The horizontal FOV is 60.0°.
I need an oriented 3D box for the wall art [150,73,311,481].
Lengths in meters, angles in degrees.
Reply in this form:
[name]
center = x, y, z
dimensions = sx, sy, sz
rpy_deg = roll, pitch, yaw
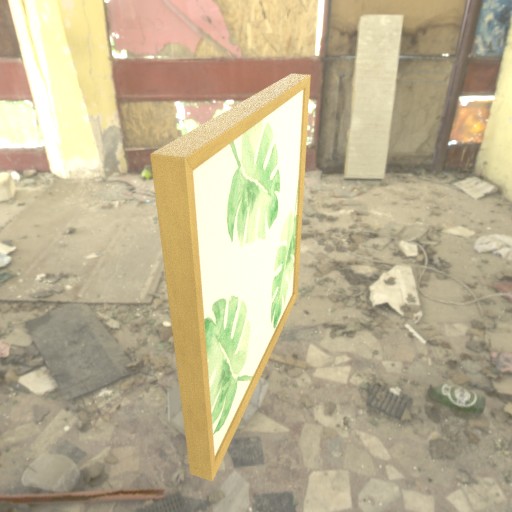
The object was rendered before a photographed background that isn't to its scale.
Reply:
[wall art]
center = 0.000, 0.000, 0.756
dimensions = 0.038, 0.508, 0.508
rpy_deg = 10, 32, 17
